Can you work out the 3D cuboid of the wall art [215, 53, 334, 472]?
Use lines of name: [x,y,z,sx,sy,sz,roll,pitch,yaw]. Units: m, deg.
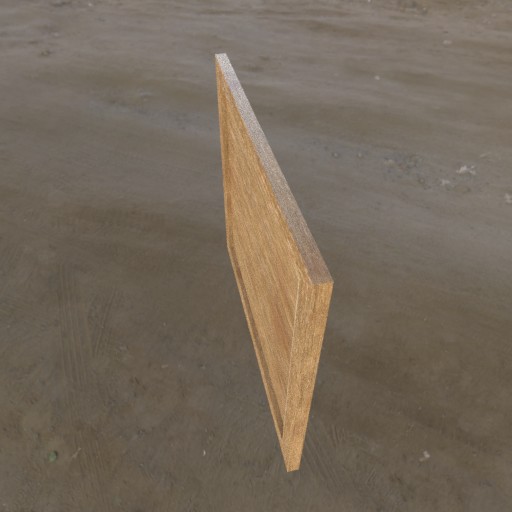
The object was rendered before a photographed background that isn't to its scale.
wall art: [0.000,0.000,0.949,0.026,0.588,0.690,-9,46,-9]
